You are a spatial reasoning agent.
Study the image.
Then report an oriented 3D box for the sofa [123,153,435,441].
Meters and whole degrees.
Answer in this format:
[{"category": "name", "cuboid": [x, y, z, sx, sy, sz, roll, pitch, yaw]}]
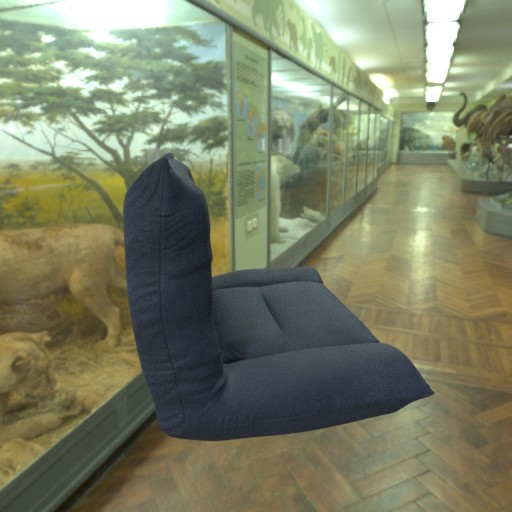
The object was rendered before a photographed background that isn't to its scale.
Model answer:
[{"category": "sofa", "cuboid": [0.000, 0.000, 1.659, 0.849, 0.778, 1.122, -3, 15, -10]}]
